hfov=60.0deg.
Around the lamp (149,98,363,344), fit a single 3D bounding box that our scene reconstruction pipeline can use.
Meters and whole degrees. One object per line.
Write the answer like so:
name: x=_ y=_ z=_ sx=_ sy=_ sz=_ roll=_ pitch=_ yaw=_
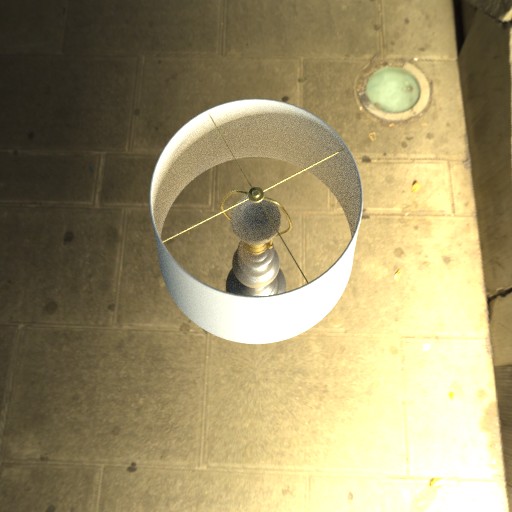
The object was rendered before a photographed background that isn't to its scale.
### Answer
lamp: x=0.000 y=0.000 z=0.822 sx=0.328 sy=0.612 sz=0.328 roll=0 pitch=76 yaw=0
